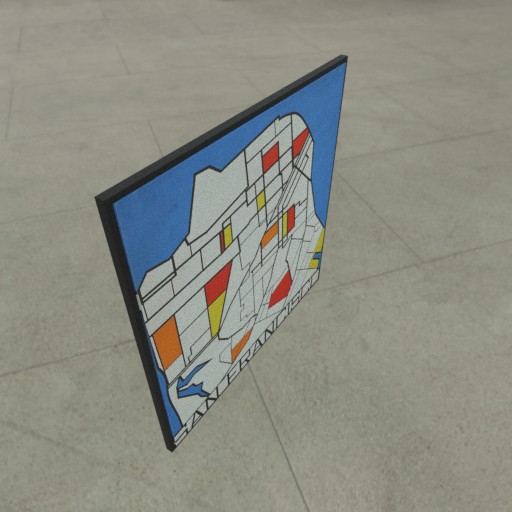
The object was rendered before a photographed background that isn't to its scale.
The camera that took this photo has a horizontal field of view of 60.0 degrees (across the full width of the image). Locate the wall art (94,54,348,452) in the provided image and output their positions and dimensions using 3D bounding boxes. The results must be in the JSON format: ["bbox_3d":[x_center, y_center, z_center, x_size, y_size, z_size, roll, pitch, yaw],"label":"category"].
[{"bbox_3d":[0.000,0.000,0.663,0.013,0.457,0.458,25,47,25],"label":"wall art"}]
